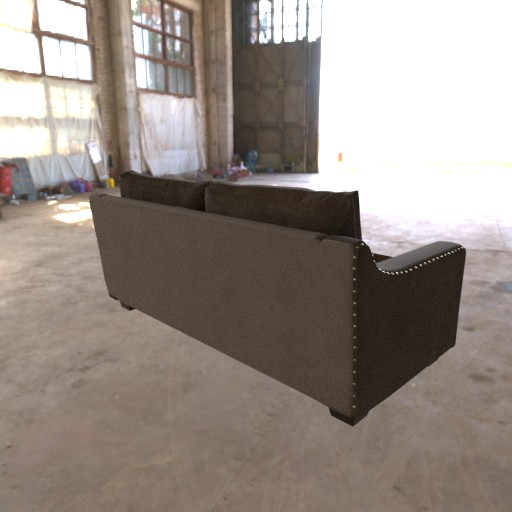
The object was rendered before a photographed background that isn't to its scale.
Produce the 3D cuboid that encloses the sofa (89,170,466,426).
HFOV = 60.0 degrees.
[{"bbox_3d":[0.000,0.000,3.289,1.336,1.196,2.550,-14,20,-43],"label":"sofa"}]
